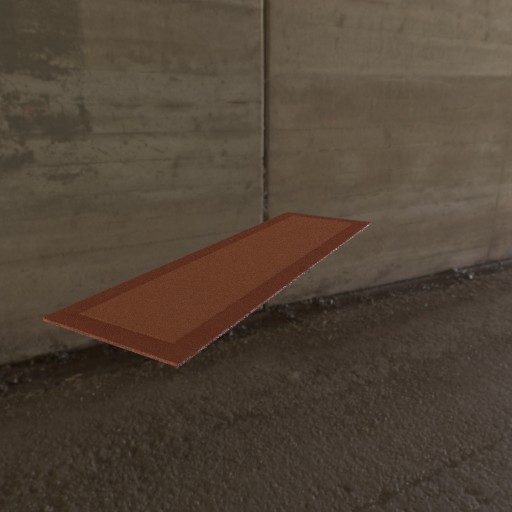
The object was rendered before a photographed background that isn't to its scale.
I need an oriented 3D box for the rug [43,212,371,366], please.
[{"bbox_3d":[0.000,0.000,2.738,0.914,0.013,2.471,9,20,25],"label":"rug"}]
